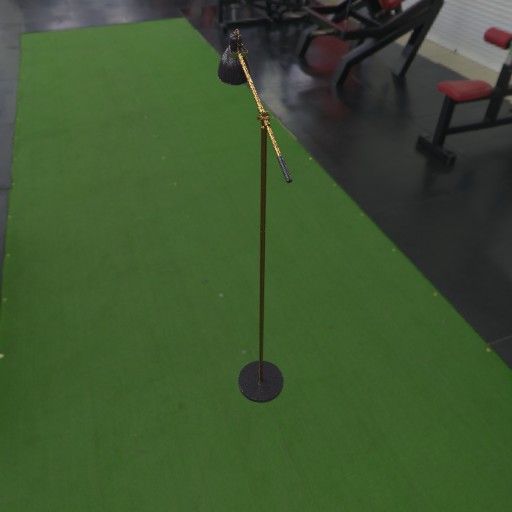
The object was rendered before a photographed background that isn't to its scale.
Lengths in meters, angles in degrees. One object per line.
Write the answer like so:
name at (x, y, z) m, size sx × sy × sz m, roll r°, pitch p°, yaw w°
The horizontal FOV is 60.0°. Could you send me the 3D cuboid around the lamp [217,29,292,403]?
lamp at (0.000, 0.000, 1.830) m, size 0.235 × 1.628 × 0.618 m, roll -12°, pitch 43°, yaw -13°
